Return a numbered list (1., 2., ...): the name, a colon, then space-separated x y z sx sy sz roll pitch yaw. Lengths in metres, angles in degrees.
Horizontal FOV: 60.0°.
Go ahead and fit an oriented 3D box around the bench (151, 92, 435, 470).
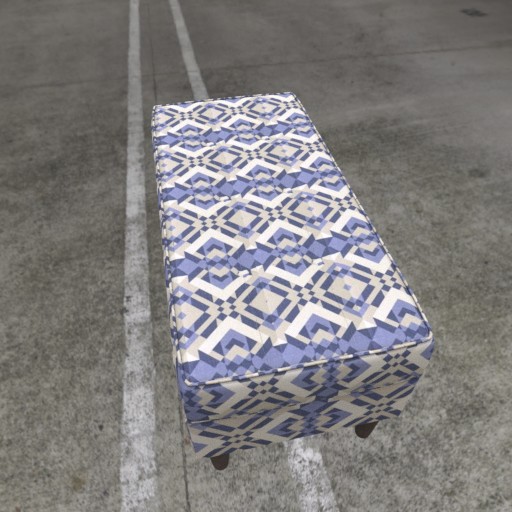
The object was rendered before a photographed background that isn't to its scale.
1. bench: 0.000 0.000 1.272 0.492 0.477 1.016 -9 47 -8
